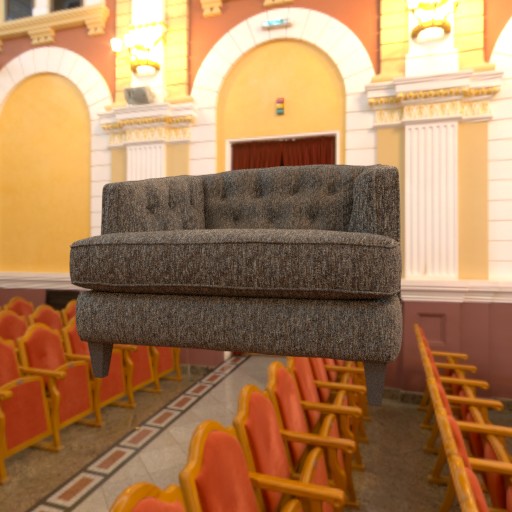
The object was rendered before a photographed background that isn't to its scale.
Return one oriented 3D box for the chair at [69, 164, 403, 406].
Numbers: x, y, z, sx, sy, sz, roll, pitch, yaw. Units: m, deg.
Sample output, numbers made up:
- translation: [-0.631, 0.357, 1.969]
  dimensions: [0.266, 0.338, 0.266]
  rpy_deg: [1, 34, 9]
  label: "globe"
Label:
- translation: [0.000, 0.000, 1.768]
  dimensions: [1.104, 0.852, 0.941]
  rpy_deg: [0, 1, 17]
  label: "chair"
